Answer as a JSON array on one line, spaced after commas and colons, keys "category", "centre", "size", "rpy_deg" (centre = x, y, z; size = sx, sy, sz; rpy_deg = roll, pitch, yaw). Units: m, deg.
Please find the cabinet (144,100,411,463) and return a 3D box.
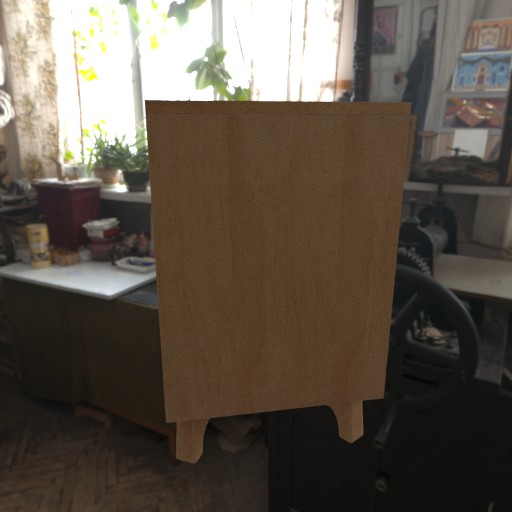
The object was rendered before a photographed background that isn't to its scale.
[{"category": "cabinet", "centre": [0.000, 0.000, 0.947], "size": [0.394, 0.599, 0.551], "rpy_deg": [-3, 17, -10]}]
